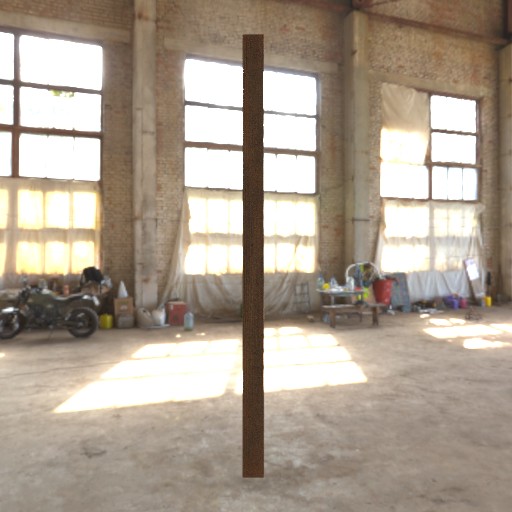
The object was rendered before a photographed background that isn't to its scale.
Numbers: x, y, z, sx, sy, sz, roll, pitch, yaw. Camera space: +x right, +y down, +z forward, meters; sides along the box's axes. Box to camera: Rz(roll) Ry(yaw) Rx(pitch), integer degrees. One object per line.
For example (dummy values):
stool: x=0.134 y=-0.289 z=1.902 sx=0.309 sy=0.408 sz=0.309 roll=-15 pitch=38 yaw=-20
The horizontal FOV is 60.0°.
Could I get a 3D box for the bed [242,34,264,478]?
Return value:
bed: x=0.000 y=0.000 z=1.462 sx=0.046 sy=0.942 sz=1.046 roll=0 pitch=0 yaw=1
